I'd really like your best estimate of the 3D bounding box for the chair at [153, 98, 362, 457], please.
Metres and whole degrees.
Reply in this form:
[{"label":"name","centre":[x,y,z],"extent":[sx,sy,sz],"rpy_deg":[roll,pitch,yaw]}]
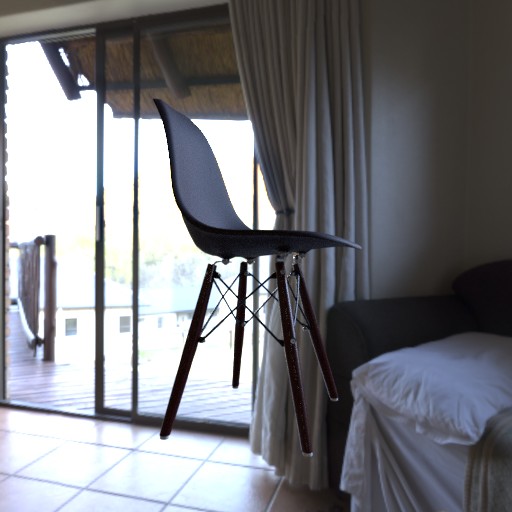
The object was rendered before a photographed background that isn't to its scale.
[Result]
[{"label":"chair","centre":[0.000,0.000,1.152],"extent":[0.533,0.826,0.470],"rpy_deg":[0,-1,18]}]
